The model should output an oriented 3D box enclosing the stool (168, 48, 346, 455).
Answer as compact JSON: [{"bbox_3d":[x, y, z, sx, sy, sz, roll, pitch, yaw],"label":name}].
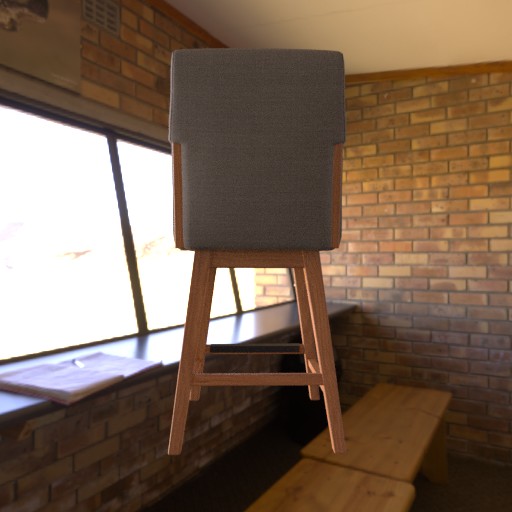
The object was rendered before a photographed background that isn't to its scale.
[{"bbox_3d":[0.000,0.000,1.341,0.459,1.019,0.570,0,0,-1],"label":"stool"}]
